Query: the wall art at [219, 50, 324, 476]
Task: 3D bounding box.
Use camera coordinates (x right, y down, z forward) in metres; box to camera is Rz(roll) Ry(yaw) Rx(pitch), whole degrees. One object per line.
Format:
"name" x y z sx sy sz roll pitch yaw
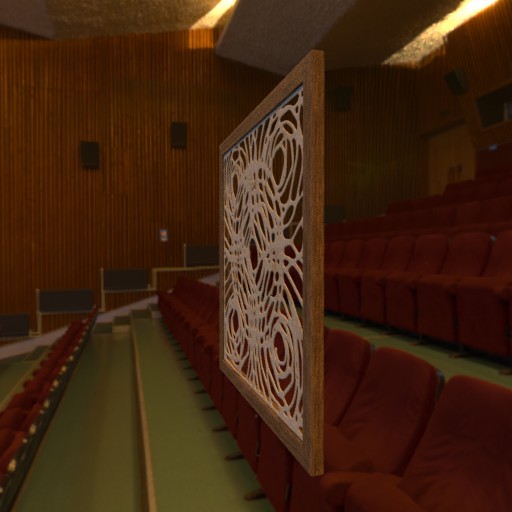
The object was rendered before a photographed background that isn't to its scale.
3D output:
"wall art" 0.000 0.000 0.852 0.021 0.576 0.561 0 1 -17
